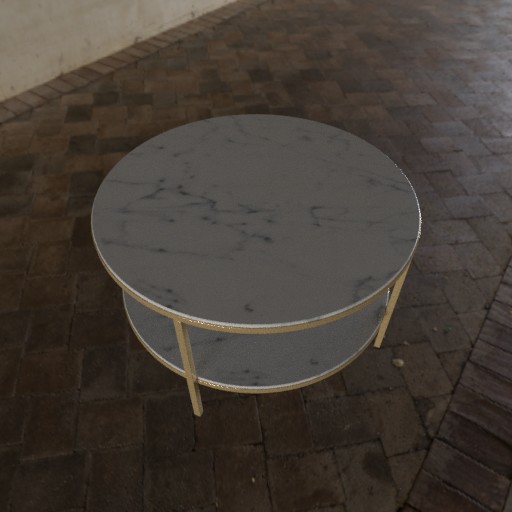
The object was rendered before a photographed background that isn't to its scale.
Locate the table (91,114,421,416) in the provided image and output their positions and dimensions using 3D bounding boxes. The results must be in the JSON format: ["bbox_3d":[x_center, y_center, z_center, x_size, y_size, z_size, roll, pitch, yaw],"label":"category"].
[{"bbox_3d":[0.000,0.000,1.266,0.800,0.450,0.800,0,46,0],"label":"table"}]
